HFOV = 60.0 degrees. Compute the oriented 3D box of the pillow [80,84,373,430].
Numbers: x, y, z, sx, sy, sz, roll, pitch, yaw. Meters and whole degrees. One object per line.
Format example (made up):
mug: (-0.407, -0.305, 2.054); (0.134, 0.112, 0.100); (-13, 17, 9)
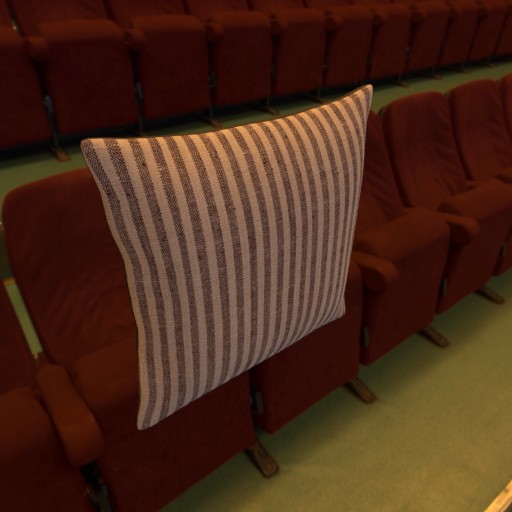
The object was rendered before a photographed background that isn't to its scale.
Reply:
pillow: (0.000, 0.000, 0.772); (0.523, 0.506, 0.166); (-22, 38, -31)
